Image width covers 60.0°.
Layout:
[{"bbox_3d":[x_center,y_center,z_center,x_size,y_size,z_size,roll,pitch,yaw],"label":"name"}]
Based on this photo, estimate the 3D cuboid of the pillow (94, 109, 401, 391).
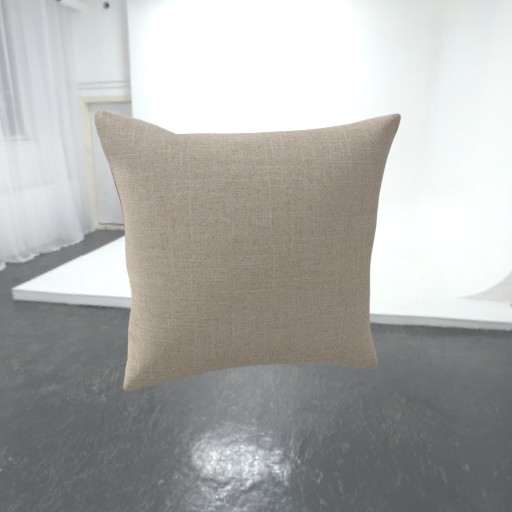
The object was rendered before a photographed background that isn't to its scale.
[{"bbox_3d":[0.000,0.000,0.642,0.414,0.399,0.173,-3,15,-10],"label":"pillow"}]
